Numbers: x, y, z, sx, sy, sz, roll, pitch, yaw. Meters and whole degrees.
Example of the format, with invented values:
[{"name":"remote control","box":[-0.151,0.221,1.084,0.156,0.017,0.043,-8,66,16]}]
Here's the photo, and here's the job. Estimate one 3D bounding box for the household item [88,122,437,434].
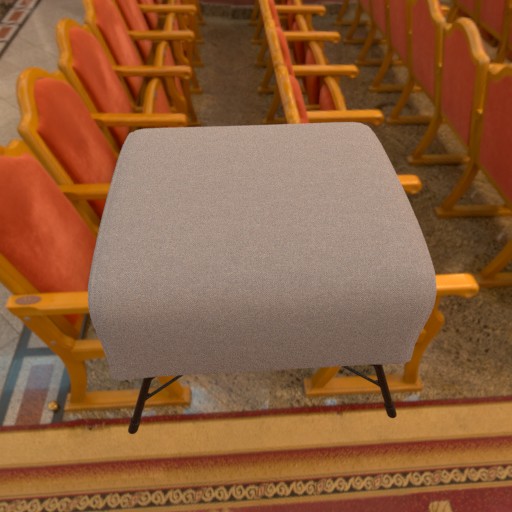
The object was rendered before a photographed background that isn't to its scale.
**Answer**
[{"name":"household item","box":[0.000,0.000,0.902,0.530,0.410,0.530,-3,46,-2]}]
